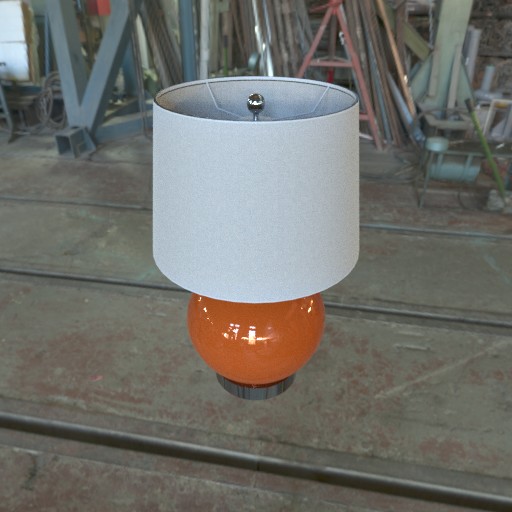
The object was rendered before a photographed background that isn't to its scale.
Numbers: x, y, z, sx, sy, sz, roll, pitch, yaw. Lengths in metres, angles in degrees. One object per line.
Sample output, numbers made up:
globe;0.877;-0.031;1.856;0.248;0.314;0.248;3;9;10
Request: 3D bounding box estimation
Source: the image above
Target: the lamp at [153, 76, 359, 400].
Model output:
lamp;0.000;0.000;0.551;0.247;0.387;0.247;0;32;0
